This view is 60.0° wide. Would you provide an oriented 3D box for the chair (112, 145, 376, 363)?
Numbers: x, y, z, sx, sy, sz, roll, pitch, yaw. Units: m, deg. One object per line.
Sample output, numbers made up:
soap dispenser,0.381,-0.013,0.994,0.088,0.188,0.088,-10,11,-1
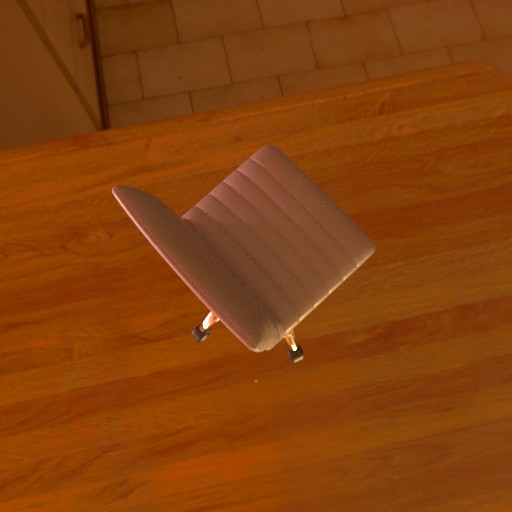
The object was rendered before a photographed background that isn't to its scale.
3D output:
chair,0.000,0.000,1.158,0.542,0.750,0.569,-41,78,-10
